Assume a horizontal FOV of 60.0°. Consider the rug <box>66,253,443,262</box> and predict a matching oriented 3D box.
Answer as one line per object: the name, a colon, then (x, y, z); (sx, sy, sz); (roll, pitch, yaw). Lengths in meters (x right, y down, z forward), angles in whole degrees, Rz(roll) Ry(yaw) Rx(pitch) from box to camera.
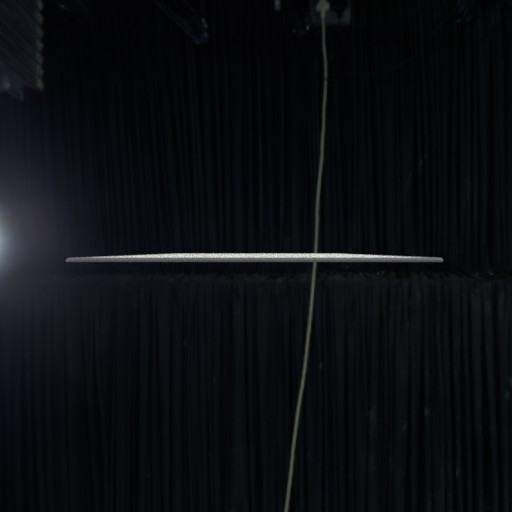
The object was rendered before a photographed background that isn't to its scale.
rug: (0.000, 0.000, 2.076); (1.067, 0.013, 1.676); (0, 1, 0)
